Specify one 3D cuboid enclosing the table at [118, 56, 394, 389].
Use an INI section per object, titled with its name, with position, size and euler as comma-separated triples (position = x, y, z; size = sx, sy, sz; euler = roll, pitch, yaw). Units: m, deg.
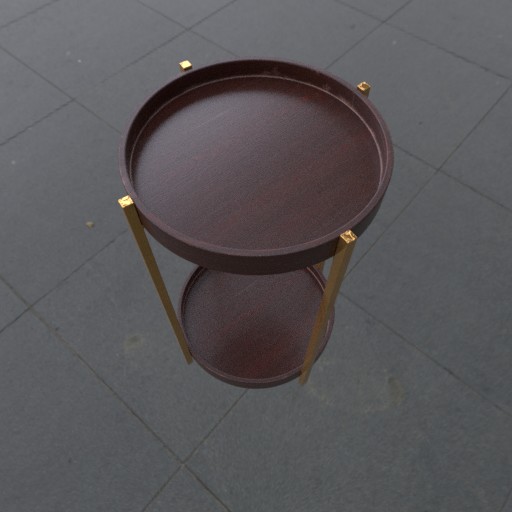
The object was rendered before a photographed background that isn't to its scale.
[table]
position = 0.000, 0.000, 0.858
size = 0.400, 0.610, 0.400
euler = -30, 63, -17
